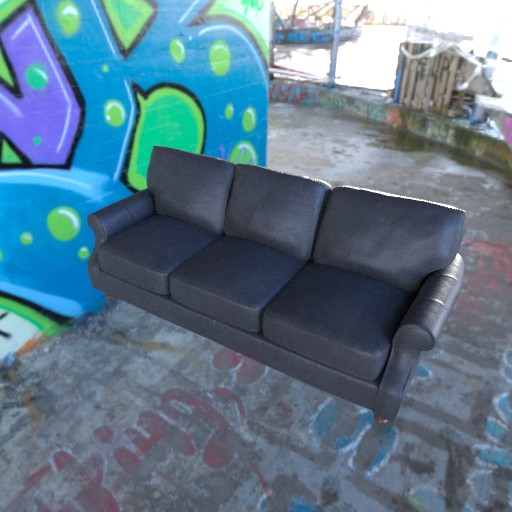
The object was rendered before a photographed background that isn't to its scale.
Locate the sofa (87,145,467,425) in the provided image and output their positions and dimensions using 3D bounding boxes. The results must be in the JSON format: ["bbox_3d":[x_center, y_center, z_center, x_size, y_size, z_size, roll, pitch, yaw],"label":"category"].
[{"bbox_3d":[0.000,0.000,2.841,2.387,0.977,0.974,18,35,28],"label":"sofa"}]
